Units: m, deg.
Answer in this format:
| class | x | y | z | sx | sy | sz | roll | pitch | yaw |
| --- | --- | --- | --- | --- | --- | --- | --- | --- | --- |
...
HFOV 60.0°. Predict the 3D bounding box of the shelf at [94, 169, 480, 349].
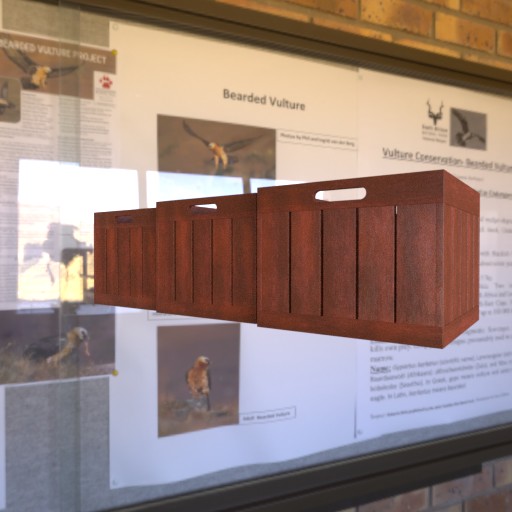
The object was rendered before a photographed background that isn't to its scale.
| class | x | y | z | sx | sy | sz | roll | pitch | yaw |
| --- | --- | --- | --- | --- | --- | --- | --- | --- | --- |
| shelf | 0.000 | 0.000 | 1.231 | 1.064 | 0.311 | 0.393 | 1 | 1 | 35 |
